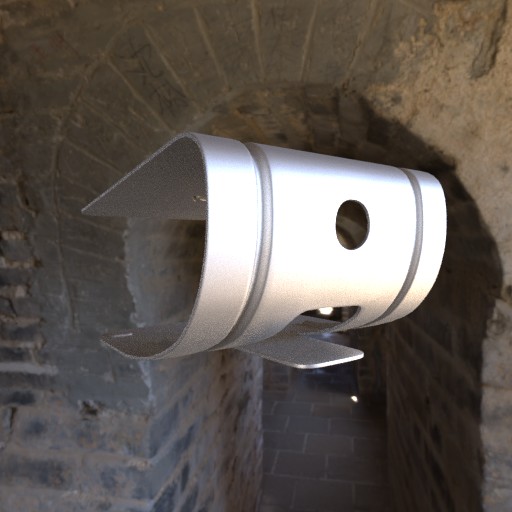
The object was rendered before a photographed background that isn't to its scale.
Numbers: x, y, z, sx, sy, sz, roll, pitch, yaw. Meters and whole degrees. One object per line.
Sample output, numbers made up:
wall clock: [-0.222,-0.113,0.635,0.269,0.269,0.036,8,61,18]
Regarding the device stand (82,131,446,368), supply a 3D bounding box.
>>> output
device stand: [0.000,0.000,0.410,0.256,0.155,0.236,-1,1,-36]
